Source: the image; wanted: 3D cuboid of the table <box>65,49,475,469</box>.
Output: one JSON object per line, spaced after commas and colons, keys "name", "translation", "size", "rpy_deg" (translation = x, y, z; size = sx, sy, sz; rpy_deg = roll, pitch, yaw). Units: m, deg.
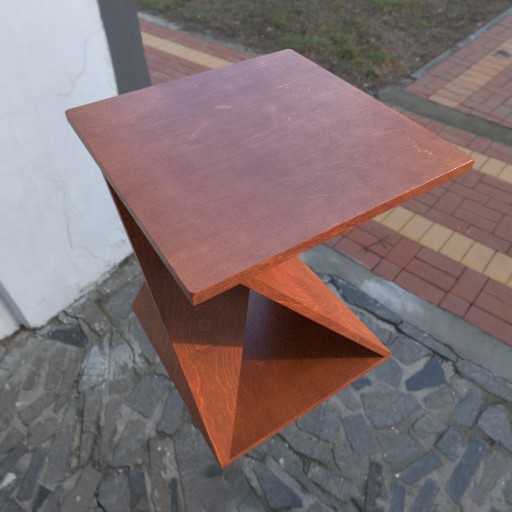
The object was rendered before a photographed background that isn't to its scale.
{"name": "table", "translation": [0.000, 0.000, 0.828], "size": [0.427, 0.520, 0.427], "rpy_deg": [-25, 52, -22]}
